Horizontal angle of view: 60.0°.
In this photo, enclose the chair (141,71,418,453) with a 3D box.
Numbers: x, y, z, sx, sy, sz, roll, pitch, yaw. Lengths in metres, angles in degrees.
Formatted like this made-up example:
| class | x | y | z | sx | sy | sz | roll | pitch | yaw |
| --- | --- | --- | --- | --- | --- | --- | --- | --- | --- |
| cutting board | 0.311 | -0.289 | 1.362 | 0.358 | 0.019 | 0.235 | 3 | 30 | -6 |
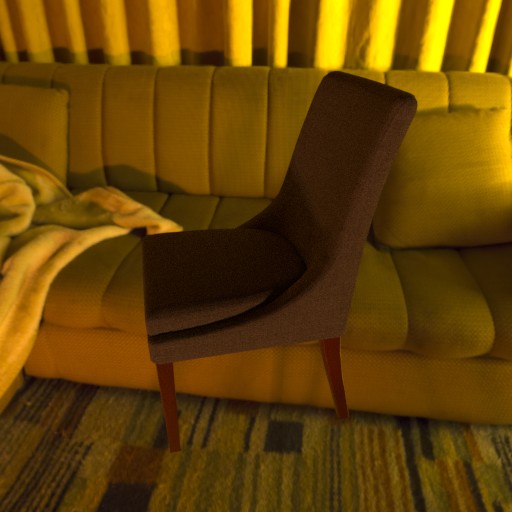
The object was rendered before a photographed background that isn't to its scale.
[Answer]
| class | x | y | z | sx | sy | sz | roll | pitch | yaw |
| --- | --- | --- | --- | --- | --- | --- | --- | --- | --- |
| chair | 0.000 | 0.000 | 1.305 | 0.655 | 0.952 | 0.508 | -7 | 30 | -12 |
